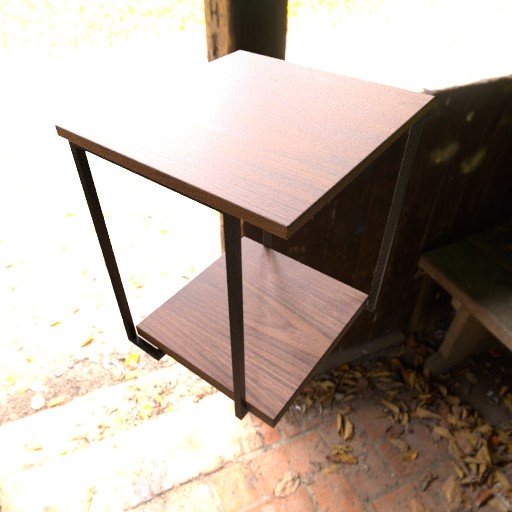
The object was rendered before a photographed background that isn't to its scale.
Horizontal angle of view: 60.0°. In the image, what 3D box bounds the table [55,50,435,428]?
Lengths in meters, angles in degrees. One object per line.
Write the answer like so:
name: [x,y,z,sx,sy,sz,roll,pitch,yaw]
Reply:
table: [0.000,0.000,0.831,0.384,0.567,0.411,26,48,27]
